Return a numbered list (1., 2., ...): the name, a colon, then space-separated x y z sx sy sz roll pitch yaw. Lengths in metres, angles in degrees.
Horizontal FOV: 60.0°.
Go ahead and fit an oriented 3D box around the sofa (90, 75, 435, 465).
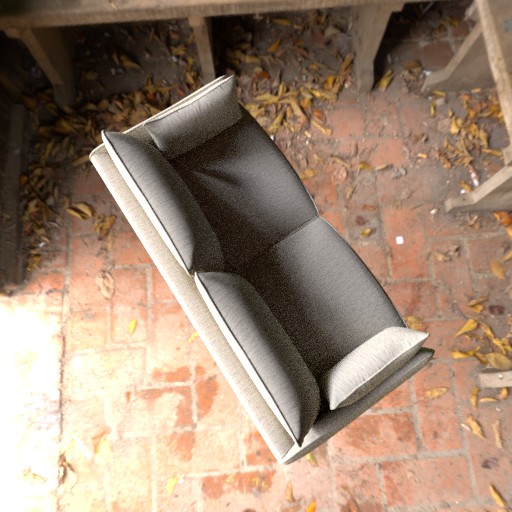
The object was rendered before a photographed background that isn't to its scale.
1. sofa: 0.000 0.000 2.523 0.991 0.860 1.989 -33 78 -8
